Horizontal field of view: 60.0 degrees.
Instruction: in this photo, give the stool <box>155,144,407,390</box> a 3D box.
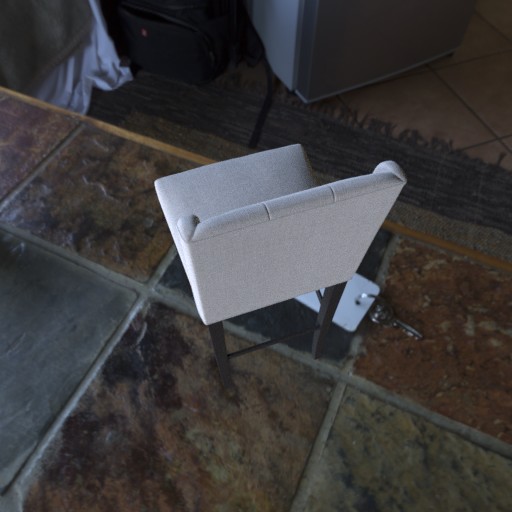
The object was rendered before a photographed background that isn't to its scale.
[{"bbox_3d":[0.000,0.000,1.376,0.474,1.116,0.509,-16,60,-10],"label":"stool"}]
